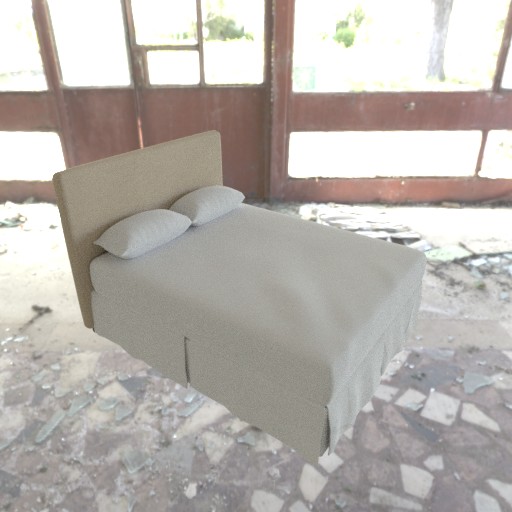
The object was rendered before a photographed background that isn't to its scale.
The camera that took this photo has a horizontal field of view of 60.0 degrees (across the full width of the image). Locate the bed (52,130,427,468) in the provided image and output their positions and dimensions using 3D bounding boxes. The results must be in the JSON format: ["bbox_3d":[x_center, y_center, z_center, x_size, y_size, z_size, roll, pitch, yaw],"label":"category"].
[{"bbox_3d":[0.000,0.000,3.270,2.142,1.330,1.723,18,33,31],"label":"bed"}]
